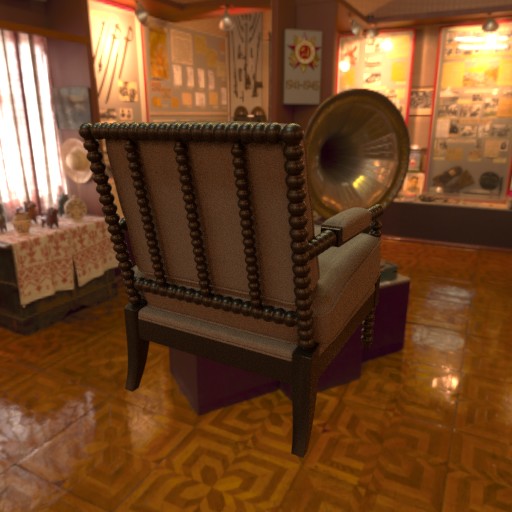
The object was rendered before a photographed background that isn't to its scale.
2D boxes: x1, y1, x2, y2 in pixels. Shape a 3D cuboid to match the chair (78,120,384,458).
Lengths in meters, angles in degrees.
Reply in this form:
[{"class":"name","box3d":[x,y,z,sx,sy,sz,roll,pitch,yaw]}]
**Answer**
[{"class":"chair","box3d":[0.000,0.000,1.133,0.540,0.661,0.622,9,19,28]}]
